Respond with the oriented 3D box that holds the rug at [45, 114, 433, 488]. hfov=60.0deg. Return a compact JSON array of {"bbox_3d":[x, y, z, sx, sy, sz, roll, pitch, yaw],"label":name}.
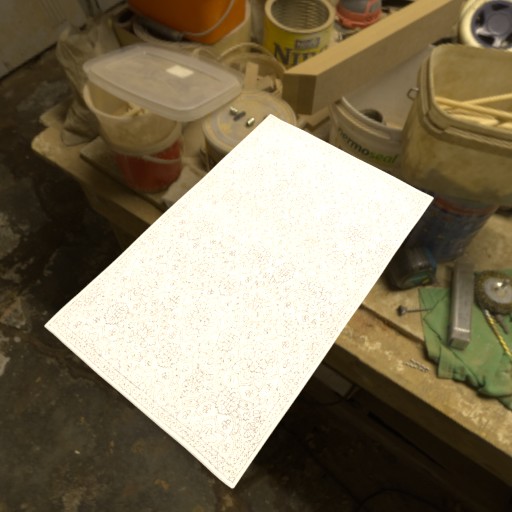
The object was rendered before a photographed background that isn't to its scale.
[{"bbox_3d":[0.000,0.000,3.051,1.518,0.023,2.434,33,64,18],"label":"rug"}]
